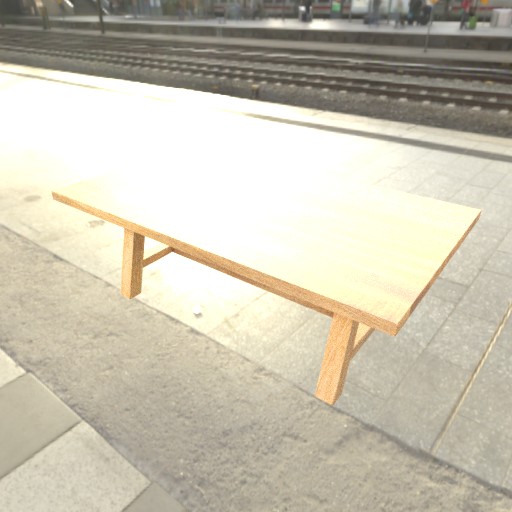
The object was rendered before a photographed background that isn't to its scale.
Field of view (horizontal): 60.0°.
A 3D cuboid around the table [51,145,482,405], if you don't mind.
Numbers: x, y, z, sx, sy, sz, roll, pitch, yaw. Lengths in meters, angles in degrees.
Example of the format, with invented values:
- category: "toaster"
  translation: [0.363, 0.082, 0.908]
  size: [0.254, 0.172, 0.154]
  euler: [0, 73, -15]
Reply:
- category: "table"
  translation: [0.000, 0.000, 1.673]
  size: [1.320, 0.455, 0.760]
  euler: [20, 35, 31]
